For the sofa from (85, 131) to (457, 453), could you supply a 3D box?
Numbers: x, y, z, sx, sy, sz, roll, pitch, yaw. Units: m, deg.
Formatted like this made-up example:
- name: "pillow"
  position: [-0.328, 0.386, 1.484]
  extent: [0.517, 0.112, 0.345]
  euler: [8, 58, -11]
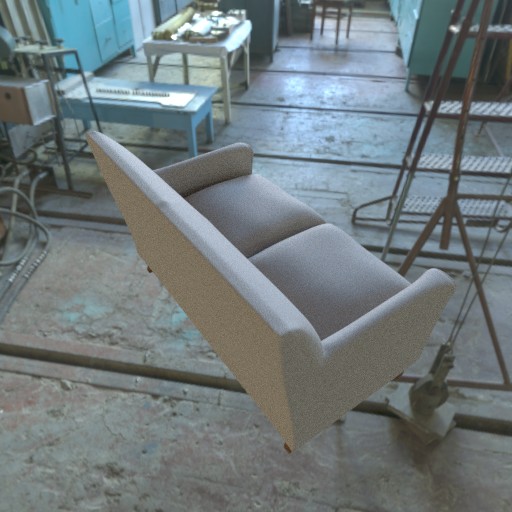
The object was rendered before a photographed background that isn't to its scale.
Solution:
- name: "sofa"
  position: [0.000, 0.000, 2.037]
  extent: [0.888, 0.890, 1.482]
  euler: [-24, 45, -26]
